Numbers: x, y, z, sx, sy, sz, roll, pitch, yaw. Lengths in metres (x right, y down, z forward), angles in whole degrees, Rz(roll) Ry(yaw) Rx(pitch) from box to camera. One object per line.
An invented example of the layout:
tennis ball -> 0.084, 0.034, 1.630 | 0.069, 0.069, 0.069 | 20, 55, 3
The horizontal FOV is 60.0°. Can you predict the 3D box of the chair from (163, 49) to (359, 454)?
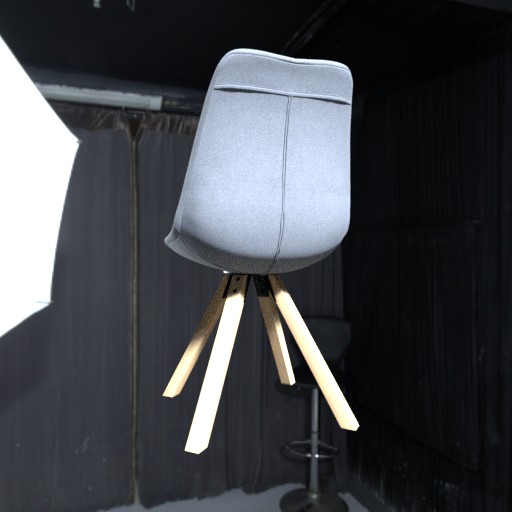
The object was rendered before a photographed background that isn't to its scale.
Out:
chair -> 0.000, 0.000, 1.198 | 0.474, 0.863, 0.549 | 0, 1, -18
